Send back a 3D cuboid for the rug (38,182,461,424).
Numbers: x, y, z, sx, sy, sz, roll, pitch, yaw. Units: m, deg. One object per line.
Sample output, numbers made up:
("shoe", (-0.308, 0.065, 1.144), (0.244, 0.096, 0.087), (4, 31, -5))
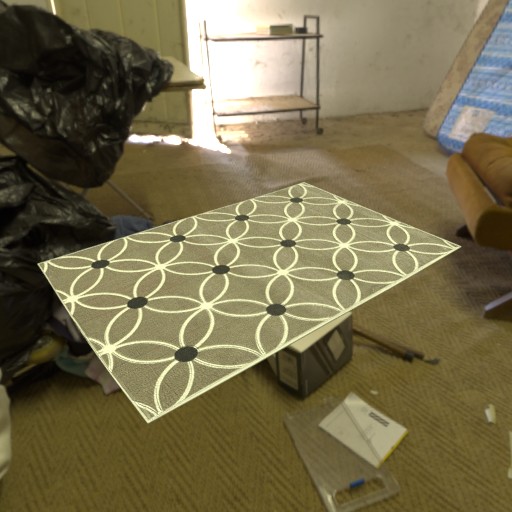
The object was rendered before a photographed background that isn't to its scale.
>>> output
("rug", (0.000, 0.000, 2.836), (2.284, 0.008, 1.522), (-22, 37, -32))
